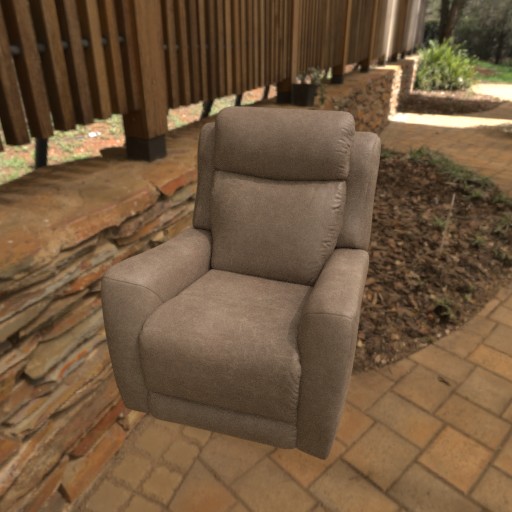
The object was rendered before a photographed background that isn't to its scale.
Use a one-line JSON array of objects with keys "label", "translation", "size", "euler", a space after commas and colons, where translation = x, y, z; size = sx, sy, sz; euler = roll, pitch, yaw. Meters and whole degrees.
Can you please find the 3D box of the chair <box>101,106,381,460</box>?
[{"label": "chair", "translation": [0.000, 0.000, 1.938], "size": [0.967, 1.116, 1.068], "euler": [8, 28, 16]}]
